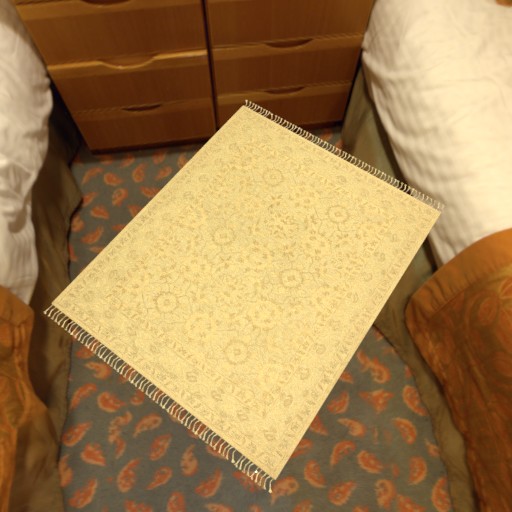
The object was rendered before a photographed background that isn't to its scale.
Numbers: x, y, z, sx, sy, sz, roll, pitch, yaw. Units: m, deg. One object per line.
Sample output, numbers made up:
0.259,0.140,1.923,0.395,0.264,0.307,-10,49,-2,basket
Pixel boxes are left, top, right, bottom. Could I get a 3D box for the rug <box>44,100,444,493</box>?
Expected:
0.000,0.000,4.094,2.444,0.013,3.043,33,68,15,rug
